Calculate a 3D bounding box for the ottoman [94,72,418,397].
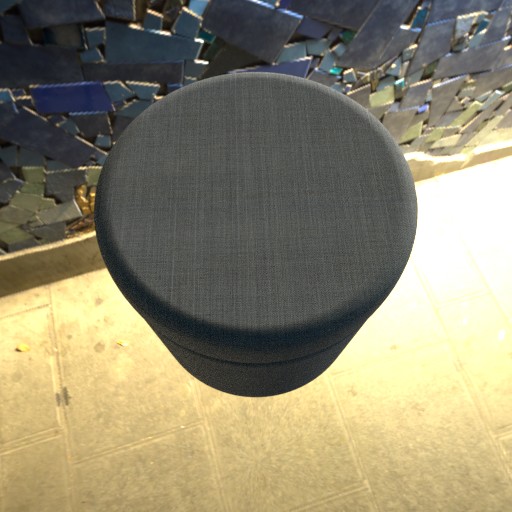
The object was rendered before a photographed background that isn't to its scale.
[{"bbox_3d":[0.000,0.000,0.719,0.400,0.406,0.400,0,65,0],"label":"ottoman"}]
